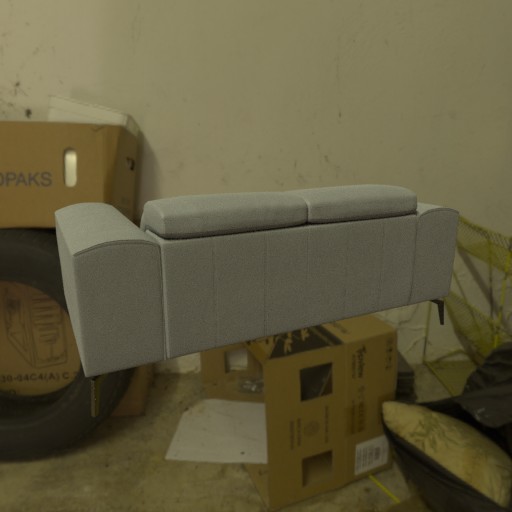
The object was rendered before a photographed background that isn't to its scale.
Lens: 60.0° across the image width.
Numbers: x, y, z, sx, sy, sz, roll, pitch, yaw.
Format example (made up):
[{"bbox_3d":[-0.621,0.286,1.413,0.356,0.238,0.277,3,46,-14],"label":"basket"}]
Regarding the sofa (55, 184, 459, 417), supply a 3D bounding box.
[{"bbox_3d":[0.000,0.000,2.357,1.895,0.779,1.003,-8,17,-26],"label":"sofa"}]
